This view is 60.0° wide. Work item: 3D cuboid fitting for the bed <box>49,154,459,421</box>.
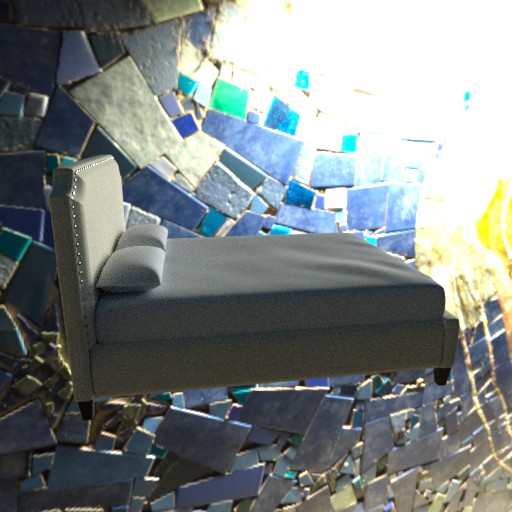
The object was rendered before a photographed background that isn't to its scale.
[{"bbox_3d":[0.000,0.000,3.362,2.381,1.457,1.713,-3,16,-9],"label":"bed"}]
